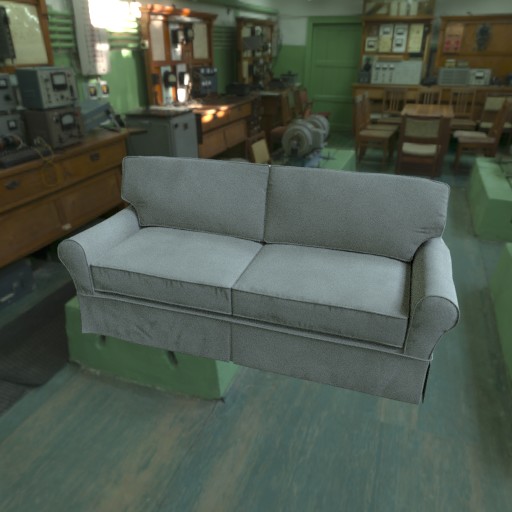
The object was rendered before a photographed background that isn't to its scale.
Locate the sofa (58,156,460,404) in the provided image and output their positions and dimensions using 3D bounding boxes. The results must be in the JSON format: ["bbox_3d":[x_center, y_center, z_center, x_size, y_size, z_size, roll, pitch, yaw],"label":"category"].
[{"bbox_3d":[0.000,0.000,2.719,2.246,1.014,0.900,8,27,16],"label":"sofa"}]
